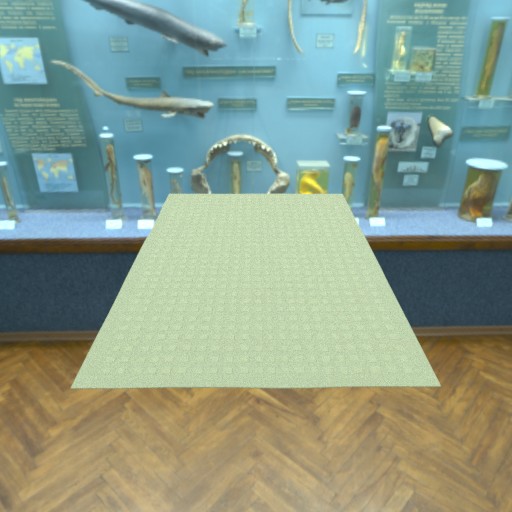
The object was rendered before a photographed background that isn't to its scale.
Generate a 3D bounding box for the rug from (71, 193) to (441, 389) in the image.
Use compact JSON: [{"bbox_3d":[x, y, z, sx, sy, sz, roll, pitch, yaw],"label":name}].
[{"bbox_3d":[0.000,0.000,2.136,1.143,0.006,1.747,0,28,0],"label":"rug"}]
